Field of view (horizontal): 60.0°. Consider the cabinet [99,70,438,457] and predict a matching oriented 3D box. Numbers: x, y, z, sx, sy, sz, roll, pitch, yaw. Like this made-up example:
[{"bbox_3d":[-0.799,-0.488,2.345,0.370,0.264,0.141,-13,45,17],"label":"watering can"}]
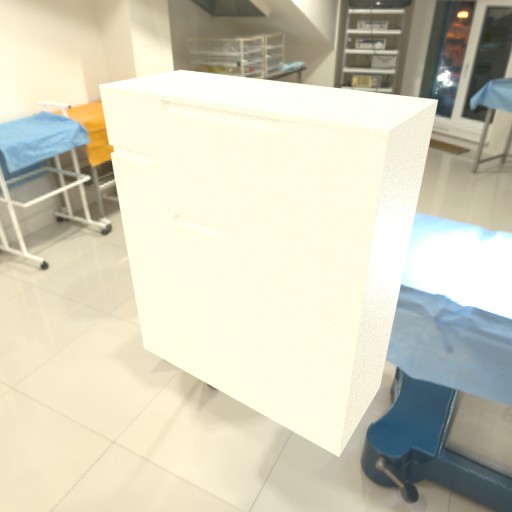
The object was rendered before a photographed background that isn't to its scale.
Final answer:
[{"bbox_3d":[0.000,0.000,1.685,1.000,1.190,0.400,19,36,29],"label":"cabinet"}]
